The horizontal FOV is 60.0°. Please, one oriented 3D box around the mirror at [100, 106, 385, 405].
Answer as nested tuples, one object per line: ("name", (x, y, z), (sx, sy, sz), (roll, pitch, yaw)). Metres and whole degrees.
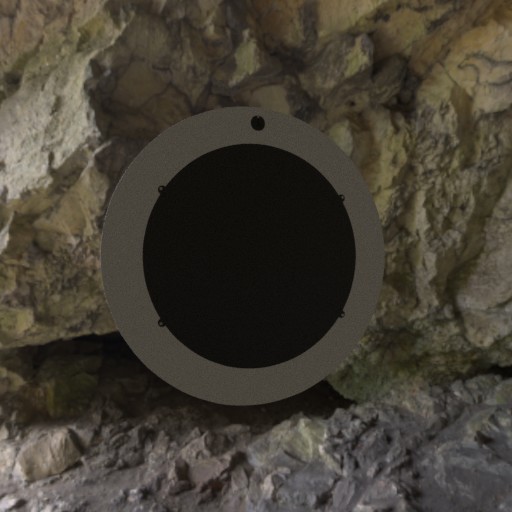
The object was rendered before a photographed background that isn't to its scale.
("mirror", (0.000, 0.000, 1.381), (0.914, 0.914, 0.038), (0, 0, -19))
